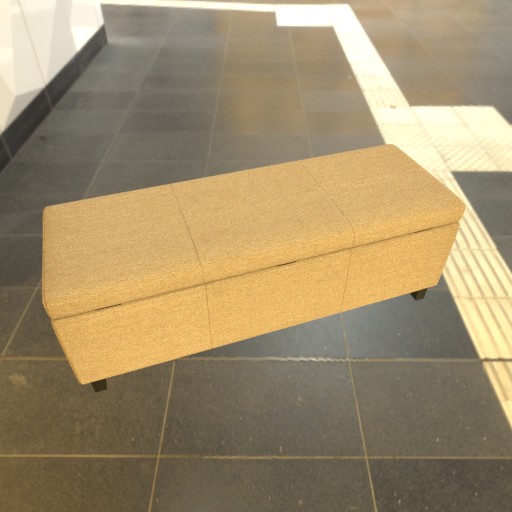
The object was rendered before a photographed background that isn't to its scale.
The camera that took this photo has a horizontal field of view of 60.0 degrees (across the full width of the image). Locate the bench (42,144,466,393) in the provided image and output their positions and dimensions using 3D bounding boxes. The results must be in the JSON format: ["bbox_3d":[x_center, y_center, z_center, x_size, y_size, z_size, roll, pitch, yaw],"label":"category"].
[{"bbox_3d":[0.000,0.000,1.506,1.269,0.438,0.446,-13,44,-14],"label":"bench"}]
